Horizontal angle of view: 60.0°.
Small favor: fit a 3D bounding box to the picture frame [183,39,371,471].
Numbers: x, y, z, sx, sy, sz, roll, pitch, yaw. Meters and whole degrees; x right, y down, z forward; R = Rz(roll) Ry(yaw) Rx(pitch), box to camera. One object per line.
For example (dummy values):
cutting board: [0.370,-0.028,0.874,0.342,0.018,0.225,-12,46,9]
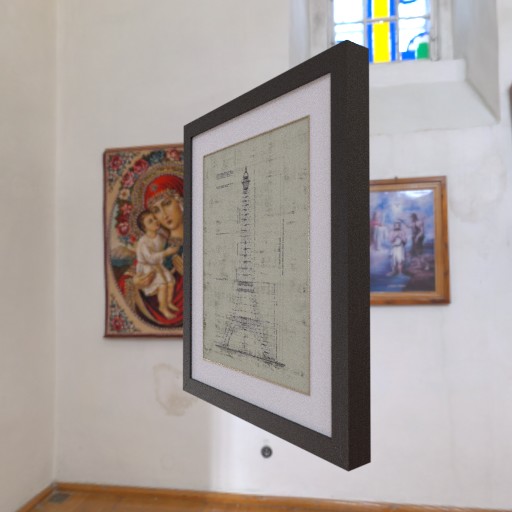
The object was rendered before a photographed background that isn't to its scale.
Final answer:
picture frame: [0.000,0.000,0.763,0.044,0.555,0.452,1,-1,-37]
